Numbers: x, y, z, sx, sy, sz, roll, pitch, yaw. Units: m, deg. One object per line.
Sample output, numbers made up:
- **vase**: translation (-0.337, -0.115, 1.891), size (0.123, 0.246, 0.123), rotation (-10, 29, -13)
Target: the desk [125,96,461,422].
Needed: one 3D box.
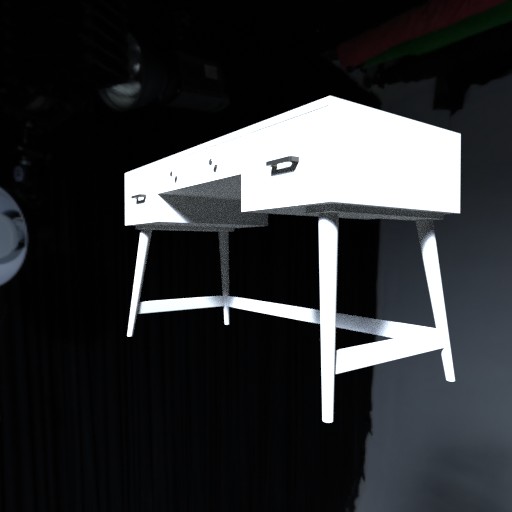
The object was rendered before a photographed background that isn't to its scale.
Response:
- **desk**: translation (0.000, 0.000, 1.718), size (0.589, 0.762, 1.313), rotation (-1, 1, -37)
